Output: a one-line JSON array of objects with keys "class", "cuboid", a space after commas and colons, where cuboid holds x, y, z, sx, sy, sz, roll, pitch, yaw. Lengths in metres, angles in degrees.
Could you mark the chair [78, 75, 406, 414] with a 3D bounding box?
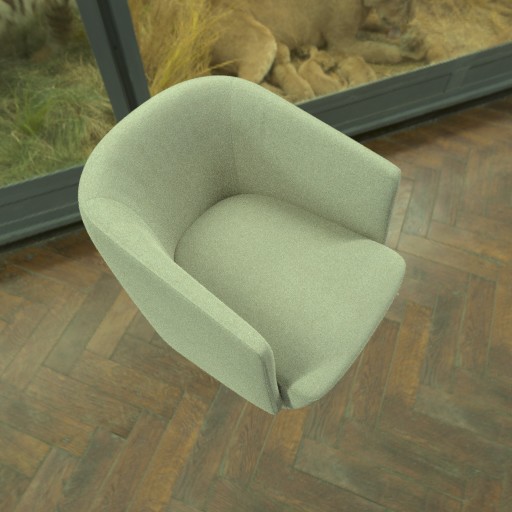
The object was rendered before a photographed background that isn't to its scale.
[{"class": "chair", "cuboid": [0.000, 0.000, 1.631, 0.986, 0.861, 0.822, 32, 63, 18]}]
